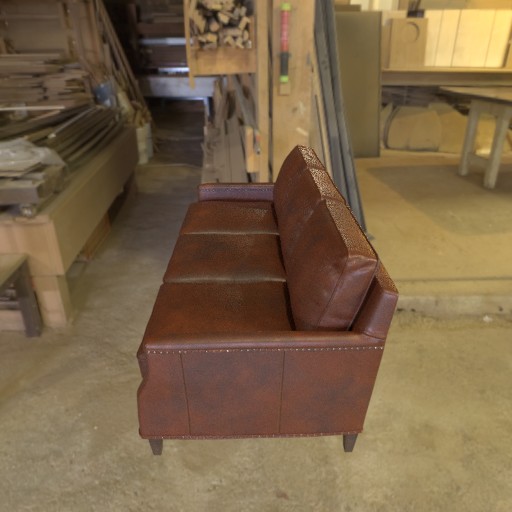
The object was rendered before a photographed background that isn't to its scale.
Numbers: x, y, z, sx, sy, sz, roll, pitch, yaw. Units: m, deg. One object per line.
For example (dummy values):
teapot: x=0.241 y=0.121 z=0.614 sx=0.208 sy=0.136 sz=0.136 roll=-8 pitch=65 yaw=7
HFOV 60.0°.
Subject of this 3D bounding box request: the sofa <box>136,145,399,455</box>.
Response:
sofa: x=0.000 y=0.000 z=2.800 sx=1.084 sy=1.003 sz=2.240 roll=0 pitch=26 yaw=-1
